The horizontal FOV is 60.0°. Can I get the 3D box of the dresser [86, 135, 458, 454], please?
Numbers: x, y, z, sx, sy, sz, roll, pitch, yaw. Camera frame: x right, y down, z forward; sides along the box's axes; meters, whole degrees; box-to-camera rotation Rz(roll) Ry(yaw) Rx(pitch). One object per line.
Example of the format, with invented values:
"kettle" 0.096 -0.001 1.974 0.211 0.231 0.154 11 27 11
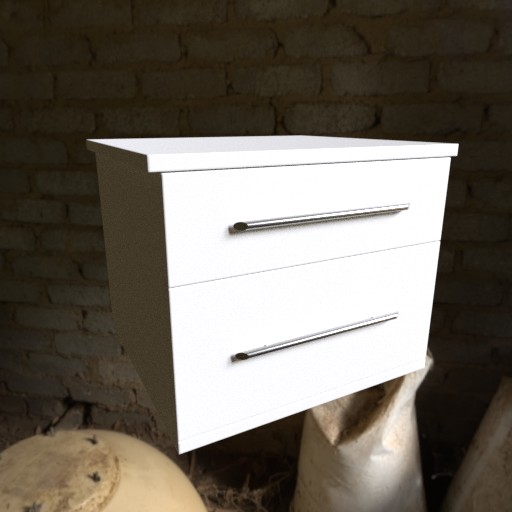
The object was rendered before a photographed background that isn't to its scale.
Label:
"dresser" 0.000 0.000 0.720 0.430 0.360 0.400 -9 19 -27
